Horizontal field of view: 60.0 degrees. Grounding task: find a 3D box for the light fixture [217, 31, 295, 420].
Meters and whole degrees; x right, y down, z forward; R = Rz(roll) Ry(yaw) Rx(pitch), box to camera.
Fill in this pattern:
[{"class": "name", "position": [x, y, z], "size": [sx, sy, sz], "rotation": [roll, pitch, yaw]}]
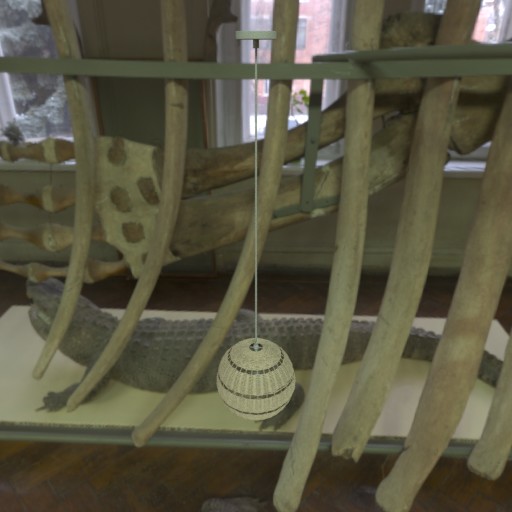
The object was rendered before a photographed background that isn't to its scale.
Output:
[{"class": "light fixture", "position": [0.000, 0.000, 2.233], "size": [0.457, 2.019, 0.457], "rotation": [1, 25, 2]}]
